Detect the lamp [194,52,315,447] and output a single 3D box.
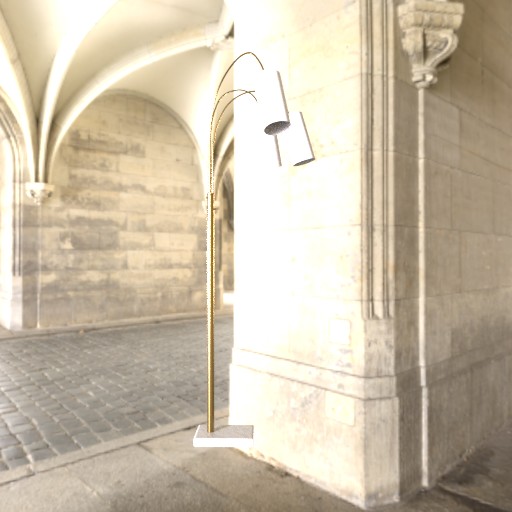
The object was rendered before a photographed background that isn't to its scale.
[{"bbox_3d":[0.000,0.000,2.504,0.667,2.055,1.020,0,0,1],"label":"lamp"}]
